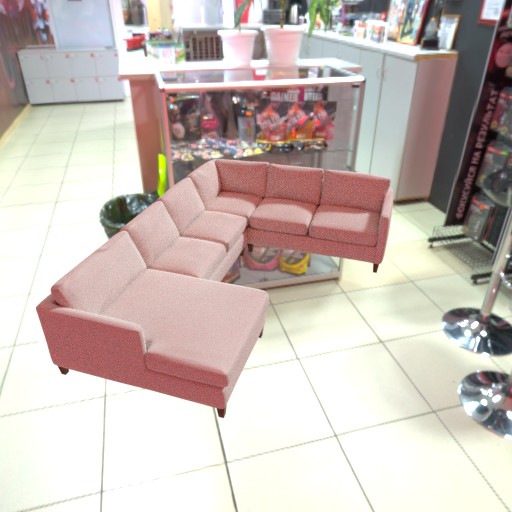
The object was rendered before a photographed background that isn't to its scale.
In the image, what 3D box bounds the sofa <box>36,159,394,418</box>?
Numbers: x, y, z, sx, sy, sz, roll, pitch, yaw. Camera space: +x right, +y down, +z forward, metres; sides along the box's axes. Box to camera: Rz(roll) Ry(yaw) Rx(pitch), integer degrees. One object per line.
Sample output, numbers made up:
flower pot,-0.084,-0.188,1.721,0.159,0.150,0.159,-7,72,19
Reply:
sofa,0.000,0.000,4.648,2.593,0.956,3.459,9,32,15
